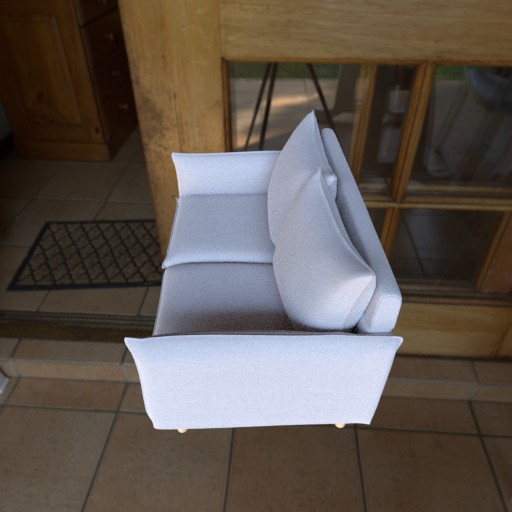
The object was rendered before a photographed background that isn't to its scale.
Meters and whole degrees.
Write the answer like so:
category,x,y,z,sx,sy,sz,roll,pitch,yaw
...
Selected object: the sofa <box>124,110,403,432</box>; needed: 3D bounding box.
category,x,y,z,sx,sy,sz,roll,pitch,yaw
sofa,0.000,0.000,1.878,0.820,0.840,1.300,-1,39,-1
